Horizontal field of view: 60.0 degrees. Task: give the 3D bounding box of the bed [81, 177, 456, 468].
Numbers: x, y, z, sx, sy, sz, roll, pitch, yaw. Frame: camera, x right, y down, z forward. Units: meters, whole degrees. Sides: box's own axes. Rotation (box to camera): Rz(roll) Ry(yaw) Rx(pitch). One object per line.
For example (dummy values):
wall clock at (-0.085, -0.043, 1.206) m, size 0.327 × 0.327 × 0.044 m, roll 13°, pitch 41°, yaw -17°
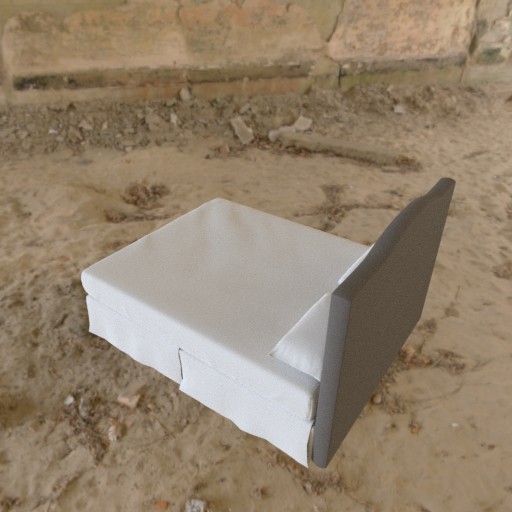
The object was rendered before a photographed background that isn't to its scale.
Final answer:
bed at (0.000, 0.000, 3.463) m, size 2.282 × 1.436 × 1.821 m, roll 22°, pitch 39°, yaw 30°
